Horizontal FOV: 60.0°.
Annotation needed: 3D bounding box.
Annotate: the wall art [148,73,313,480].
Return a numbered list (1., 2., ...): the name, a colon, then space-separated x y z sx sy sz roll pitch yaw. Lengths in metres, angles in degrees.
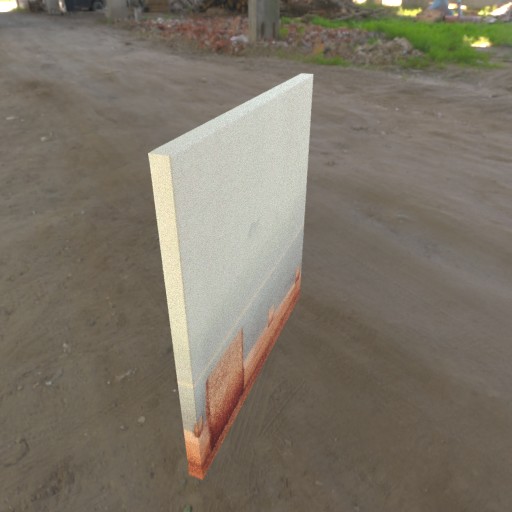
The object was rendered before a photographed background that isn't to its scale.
1. wall art: 0.000 0.000 0.600 0.023 0.405 0.405 12 33 18
